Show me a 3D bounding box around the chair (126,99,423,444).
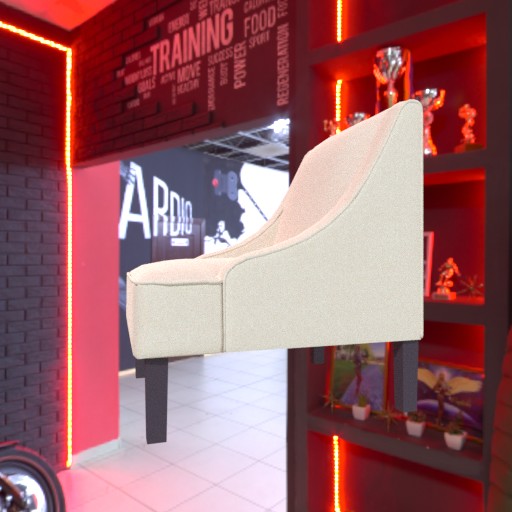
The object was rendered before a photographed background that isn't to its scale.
[{"bbox_3d":[0.000,0.000,1.454,0.806,0.886,0.689,0,0,-18],"label":"chair"}]
